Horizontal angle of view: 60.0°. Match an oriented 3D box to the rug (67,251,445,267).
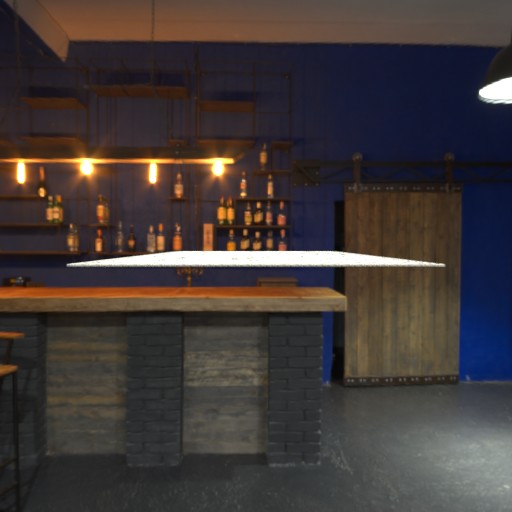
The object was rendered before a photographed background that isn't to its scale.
[{"bbox_3d":[0.000,0.000,3.001,1.526,0.012,2.444,0,2,0],"label":"rug"}]
